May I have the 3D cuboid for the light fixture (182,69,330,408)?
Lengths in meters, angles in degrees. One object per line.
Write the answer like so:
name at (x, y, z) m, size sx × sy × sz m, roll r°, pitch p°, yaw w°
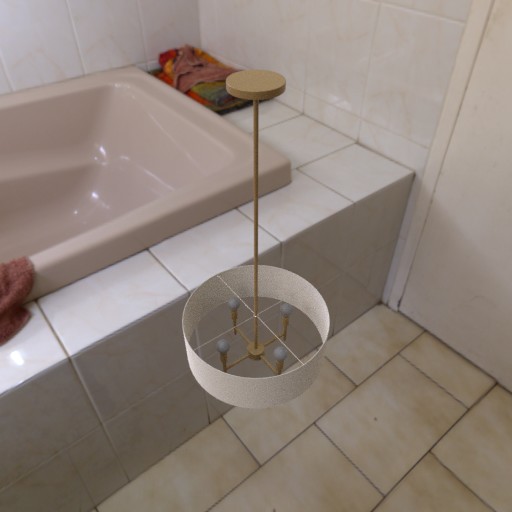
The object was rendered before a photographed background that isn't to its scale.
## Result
light fixture at (0.000, 0.000, 1.357) m, size 0.508 × 1.067 × 0.508 m, roll 0°, pitch 42°, yaw 0°
